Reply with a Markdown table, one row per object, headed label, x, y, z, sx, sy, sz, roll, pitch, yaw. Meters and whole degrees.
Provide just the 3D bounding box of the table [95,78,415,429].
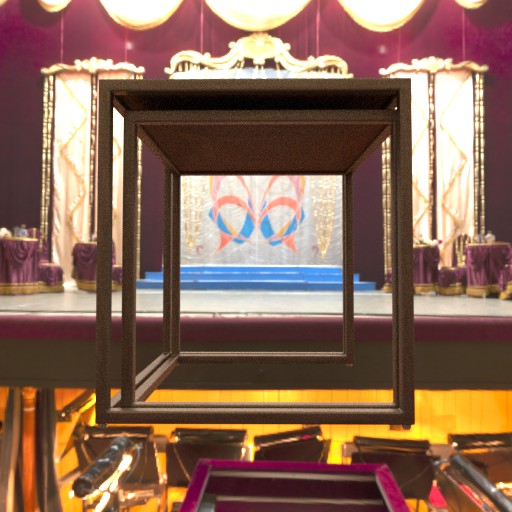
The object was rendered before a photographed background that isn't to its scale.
| label | x | y | z | sx | sy | sz | roll | pitch | yaw |
| --- | --- | --- | --- | --- | --- | --- | --- | --- | --- |
| table | 0.000 | 0.000 | 0.851 | 0.449 | 0.500 | 0.450 | 0 | -2 | 1 |
